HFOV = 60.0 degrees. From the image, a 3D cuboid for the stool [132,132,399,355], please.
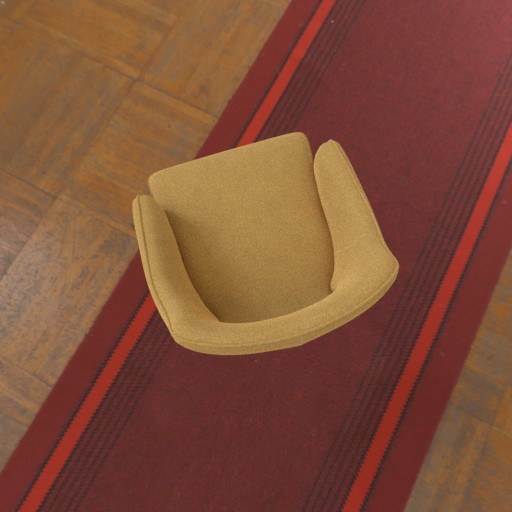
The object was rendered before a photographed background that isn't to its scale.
[{"bbox_3d":[0.000,0.000,1.279,0.548,0.924,0.558,-17,77,-4],"label":"stool"}]
